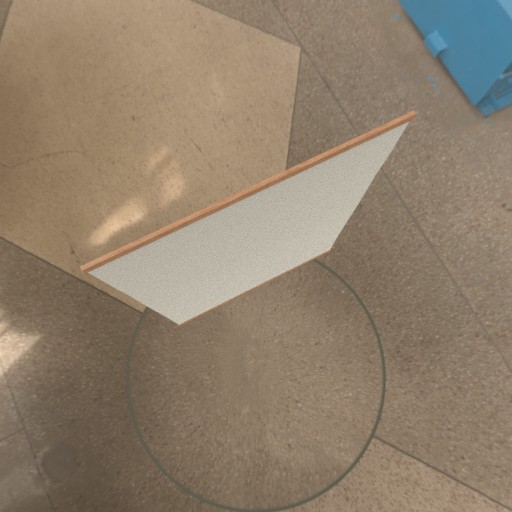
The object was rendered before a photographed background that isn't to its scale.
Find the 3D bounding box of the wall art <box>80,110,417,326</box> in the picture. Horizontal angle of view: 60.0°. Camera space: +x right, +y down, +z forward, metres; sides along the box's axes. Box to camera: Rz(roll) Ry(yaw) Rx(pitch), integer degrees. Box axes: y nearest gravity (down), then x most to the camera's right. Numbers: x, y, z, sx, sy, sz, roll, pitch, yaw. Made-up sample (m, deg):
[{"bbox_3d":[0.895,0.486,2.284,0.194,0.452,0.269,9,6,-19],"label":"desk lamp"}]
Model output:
[{"bbox_3d":[0.000,0.000,1.943,1.019,1.527,0.019,-26,77,-6],"label":"wall art"}]
